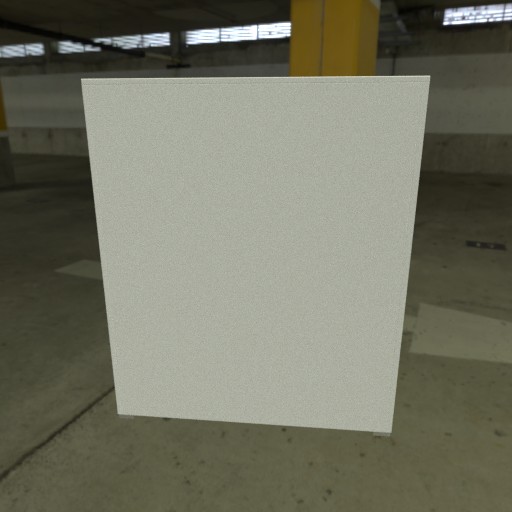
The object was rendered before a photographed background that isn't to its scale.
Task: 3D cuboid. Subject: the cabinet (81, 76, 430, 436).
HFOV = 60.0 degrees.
[{"bbox_3d":[0.000,0.000,1.630,1.000,1.190,0.400,2,18,6],"label":"cabinet"}]
